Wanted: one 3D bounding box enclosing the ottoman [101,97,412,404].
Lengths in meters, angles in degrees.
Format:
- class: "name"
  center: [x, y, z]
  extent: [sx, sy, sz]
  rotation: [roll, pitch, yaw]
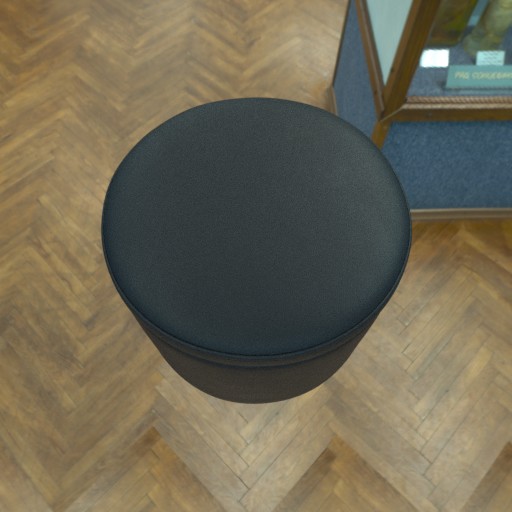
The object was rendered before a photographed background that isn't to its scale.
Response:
- class: "ottoman"
  center: [0.000, 0.000, 0.863]
  extent: [0.501, 0.409, 0.501]
  rotation: [0, 62, 0]
